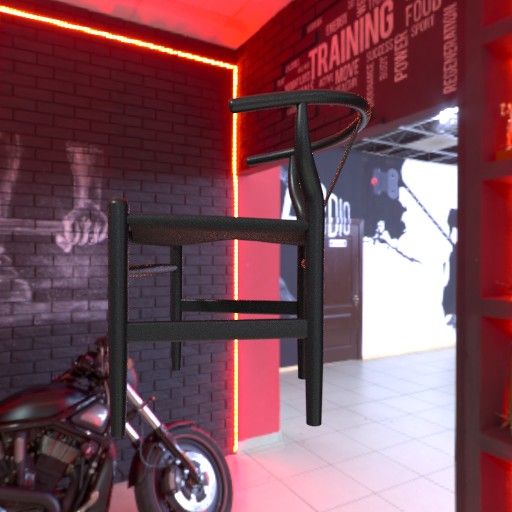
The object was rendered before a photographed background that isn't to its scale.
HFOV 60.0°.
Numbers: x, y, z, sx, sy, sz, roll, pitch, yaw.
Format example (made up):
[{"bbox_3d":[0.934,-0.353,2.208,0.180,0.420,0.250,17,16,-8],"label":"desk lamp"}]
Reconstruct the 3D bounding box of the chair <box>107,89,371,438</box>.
[{"bbox_3d":[0.000,0.000,1.153,0.579,0.730,0.569,0,0,3],"label":"chair"}]
